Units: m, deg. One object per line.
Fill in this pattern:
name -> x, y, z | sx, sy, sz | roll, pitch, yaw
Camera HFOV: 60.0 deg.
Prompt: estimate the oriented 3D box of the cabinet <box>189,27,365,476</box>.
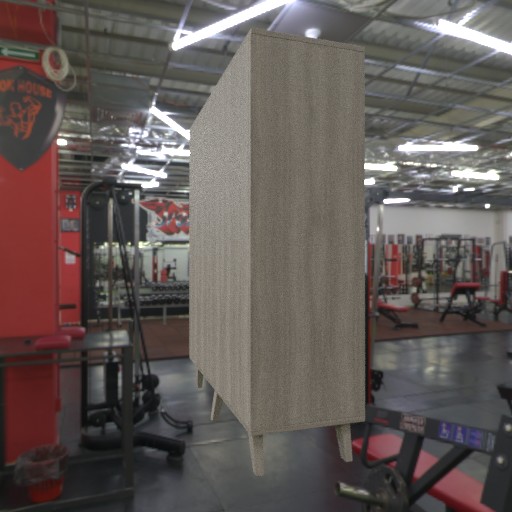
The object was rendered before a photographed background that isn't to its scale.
cabinet -> 0.000, 0.000, 1.936 | 0.398, 1.388, 1.111 | 0, 0, -18
